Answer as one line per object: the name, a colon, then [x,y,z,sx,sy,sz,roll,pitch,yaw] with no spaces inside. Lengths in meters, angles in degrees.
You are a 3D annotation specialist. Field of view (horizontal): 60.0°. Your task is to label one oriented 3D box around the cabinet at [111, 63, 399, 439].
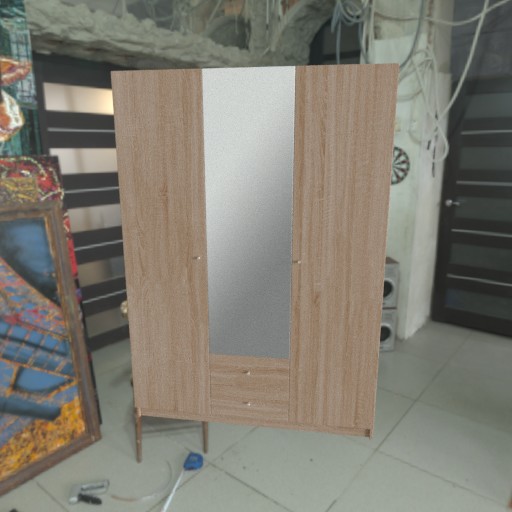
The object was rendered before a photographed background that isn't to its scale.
cabinet: [0.000,0.000,2.781,1.500,2.120,0.590,2,14,9]
